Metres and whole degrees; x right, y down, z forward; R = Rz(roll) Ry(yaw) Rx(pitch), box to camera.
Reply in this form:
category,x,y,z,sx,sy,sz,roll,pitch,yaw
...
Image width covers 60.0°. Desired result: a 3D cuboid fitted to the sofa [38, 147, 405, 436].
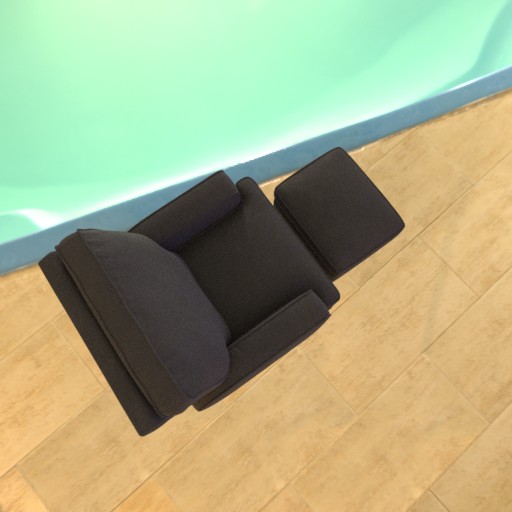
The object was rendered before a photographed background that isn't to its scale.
category,x,y,z,sx,sy,sz,roll,pitch,yaw
sofa,0.000,0.000,2.018,1.472,0.959,0.861,-34,77,-9
